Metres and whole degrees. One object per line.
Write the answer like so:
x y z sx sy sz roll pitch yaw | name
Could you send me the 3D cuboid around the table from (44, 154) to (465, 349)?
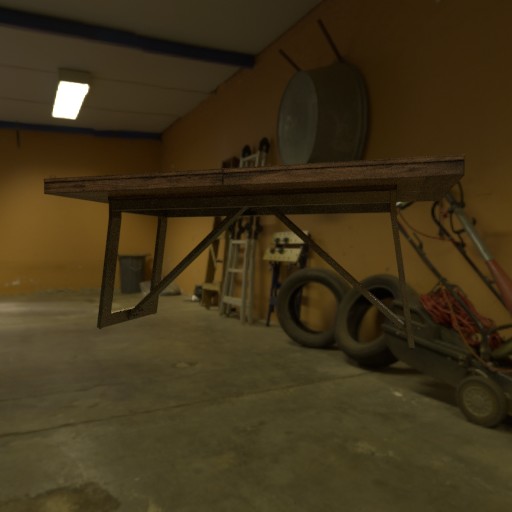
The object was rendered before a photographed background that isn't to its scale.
0.000 0.000 2.324 1.867 0.757 0.931 0 1 17 | table
